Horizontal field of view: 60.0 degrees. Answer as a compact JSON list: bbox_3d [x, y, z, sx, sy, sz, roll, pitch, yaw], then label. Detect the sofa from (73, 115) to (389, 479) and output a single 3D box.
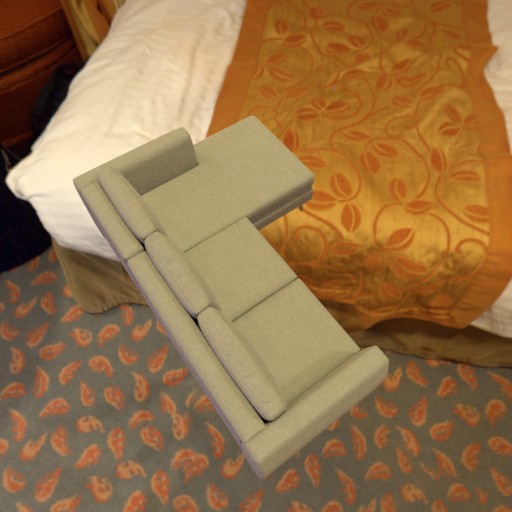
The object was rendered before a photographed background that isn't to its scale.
[{"bbox_3d":[0.000,0.000,3.086,1.580,0.860,2.300,-32,64,-17],"label":"sofa"}]
